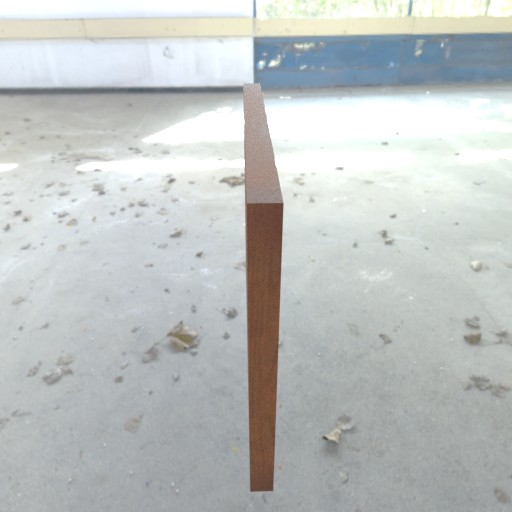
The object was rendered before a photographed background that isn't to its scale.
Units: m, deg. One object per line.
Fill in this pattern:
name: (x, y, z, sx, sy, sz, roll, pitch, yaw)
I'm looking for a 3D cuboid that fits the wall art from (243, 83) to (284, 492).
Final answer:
wall art: (0.000, 0.000, 0.759, 0.033, 0.457, 0.558, -1, 32, -1)
